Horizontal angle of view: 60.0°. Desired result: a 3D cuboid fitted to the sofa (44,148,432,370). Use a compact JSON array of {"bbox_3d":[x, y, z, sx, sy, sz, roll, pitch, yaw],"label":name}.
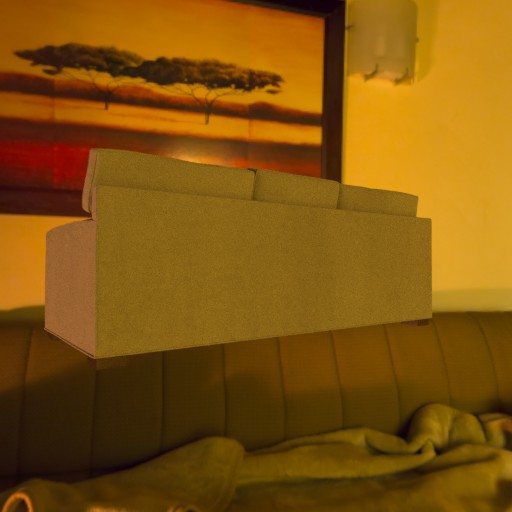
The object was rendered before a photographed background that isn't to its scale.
[{"bbox_3d":[0.000,0.000,2.571,2.093,0.862,0.936,1,-1,-36],"label":"sofa"}]
